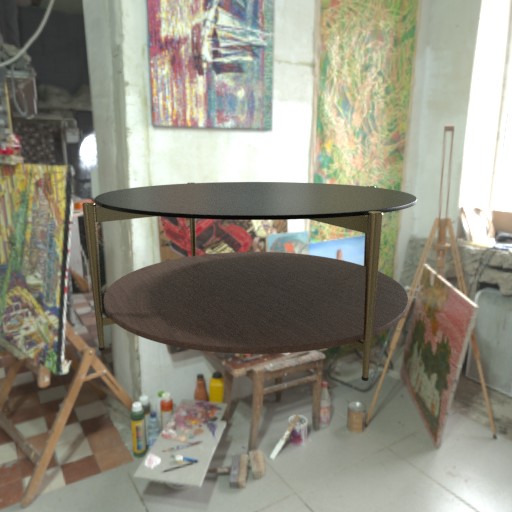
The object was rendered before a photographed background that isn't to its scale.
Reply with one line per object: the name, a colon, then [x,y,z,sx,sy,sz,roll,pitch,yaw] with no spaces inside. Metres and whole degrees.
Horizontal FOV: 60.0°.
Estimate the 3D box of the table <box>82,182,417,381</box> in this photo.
table: [0.000,0.000,1.416,0.938,0.400,0.938,7,15,28]
